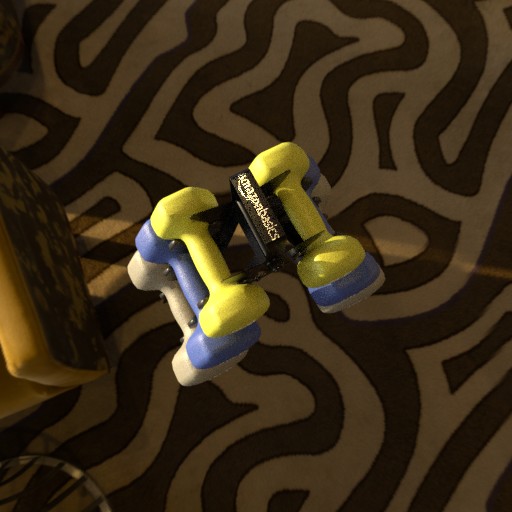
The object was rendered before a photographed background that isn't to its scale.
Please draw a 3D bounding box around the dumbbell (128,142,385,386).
[{"bbox_3d":[0.000,0.000,0.689,0.416,0.426,0.261,-26,77,-7],"label":"dumbbell"}]
